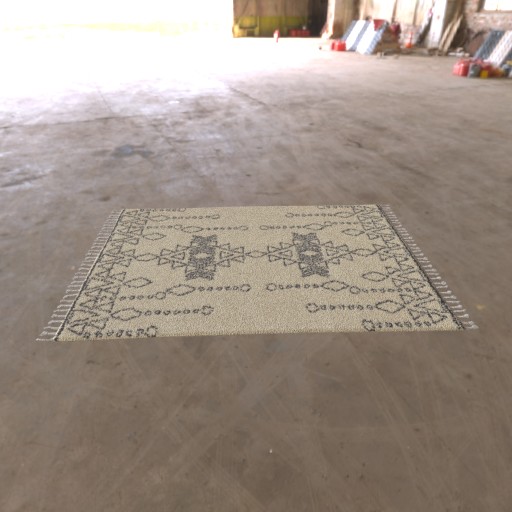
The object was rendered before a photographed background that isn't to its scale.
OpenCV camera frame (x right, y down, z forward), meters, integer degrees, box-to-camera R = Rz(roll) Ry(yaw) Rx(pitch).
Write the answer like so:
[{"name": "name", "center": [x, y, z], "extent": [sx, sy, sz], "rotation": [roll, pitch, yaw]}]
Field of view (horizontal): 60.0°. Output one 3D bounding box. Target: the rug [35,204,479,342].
[{"name": "rug", "center": [0.000, 0.000, 3.907], "extent": [3.027, 0.028, 2.125], "rotation": [-1, 30, -2]}]
